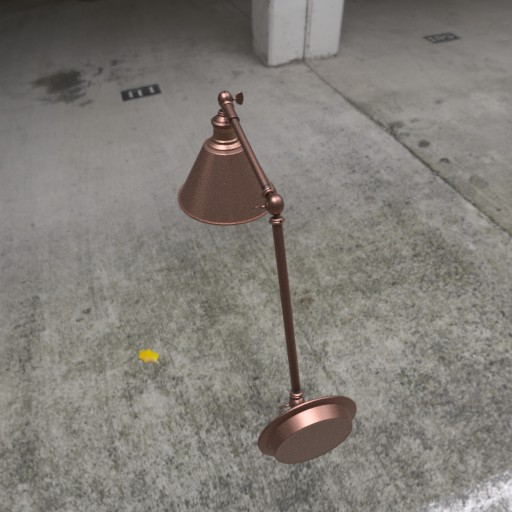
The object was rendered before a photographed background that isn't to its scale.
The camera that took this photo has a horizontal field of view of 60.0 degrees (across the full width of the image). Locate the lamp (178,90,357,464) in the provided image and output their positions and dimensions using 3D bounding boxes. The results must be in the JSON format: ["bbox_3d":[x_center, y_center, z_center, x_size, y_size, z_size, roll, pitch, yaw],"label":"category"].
[{"bbox_3d":[0.000,0.000,0.869,0.223,0.502,0.624,-13,43,-14],"label":"lamp"}]
